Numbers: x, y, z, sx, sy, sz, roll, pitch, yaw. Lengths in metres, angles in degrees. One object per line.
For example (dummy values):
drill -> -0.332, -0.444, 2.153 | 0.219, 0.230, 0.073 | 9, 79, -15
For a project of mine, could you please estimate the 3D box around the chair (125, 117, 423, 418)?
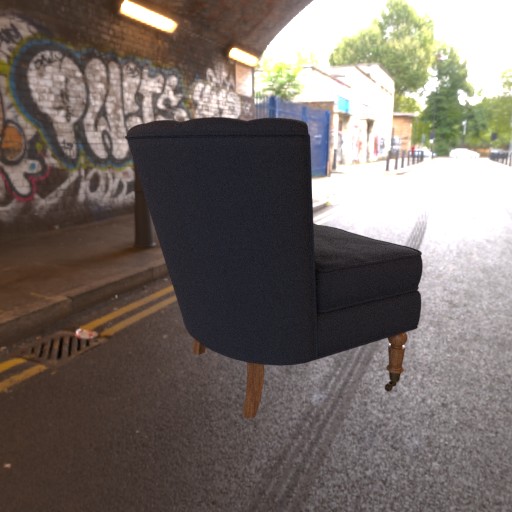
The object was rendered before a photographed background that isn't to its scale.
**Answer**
chair -> 0.000, 0.000, 1.349 | 0.718, 0.771, 0.740 | -7, 15, -25
